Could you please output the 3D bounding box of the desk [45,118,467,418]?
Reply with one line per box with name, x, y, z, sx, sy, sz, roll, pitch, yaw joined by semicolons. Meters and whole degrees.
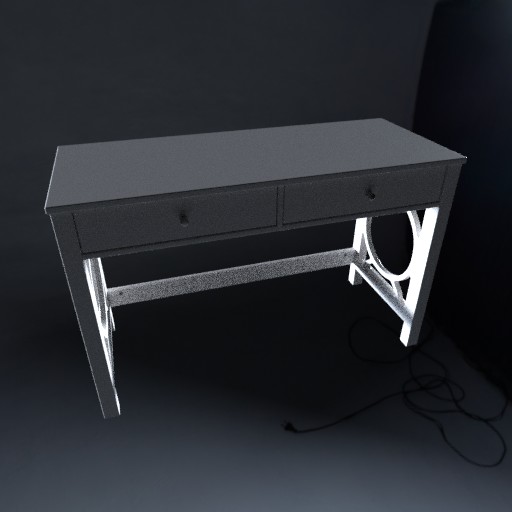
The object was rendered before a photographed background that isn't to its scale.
desk;0.000;0.000;1.586;1.191;0.762;0.504;-9;33;-15
